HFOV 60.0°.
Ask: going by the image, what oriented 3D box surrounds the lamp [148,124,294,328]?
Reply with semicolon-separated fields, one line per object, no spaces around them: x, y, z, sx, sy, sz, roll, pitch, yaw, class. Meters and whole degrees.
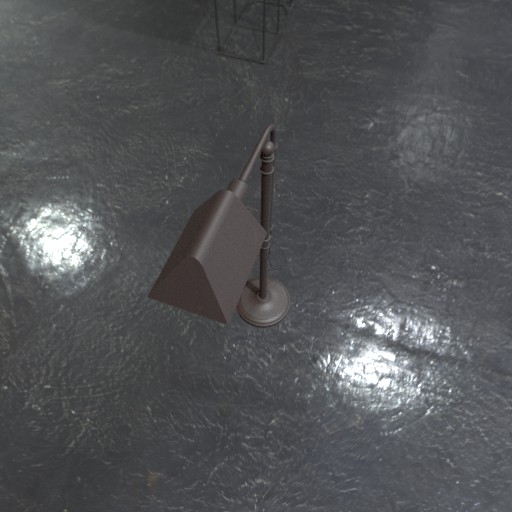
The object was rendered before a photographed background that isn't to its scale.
0.000;0.000;0.970;0.159;0.708;0.545;17;60;10;lamp
